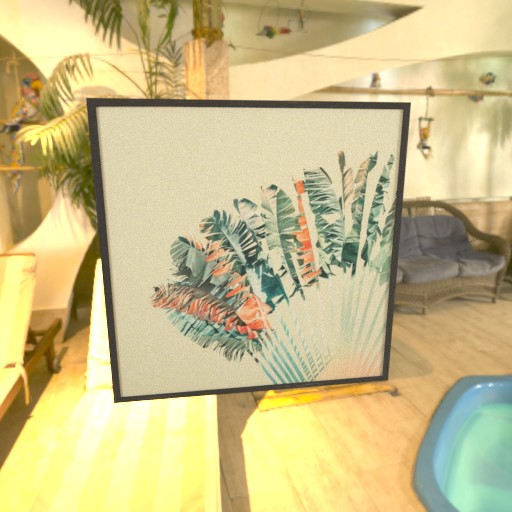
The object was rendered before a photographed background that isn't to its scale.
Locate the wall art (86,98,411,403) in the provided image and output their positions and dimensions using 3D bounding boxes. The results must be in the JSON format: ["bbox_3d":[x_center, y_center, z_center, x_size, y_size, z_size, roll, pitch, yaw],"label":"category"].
[{"bbox_3d":[0.000,0.000,1.145,0.762,0.758,0.043,-2,15,-8],"label":"wall art"}]
